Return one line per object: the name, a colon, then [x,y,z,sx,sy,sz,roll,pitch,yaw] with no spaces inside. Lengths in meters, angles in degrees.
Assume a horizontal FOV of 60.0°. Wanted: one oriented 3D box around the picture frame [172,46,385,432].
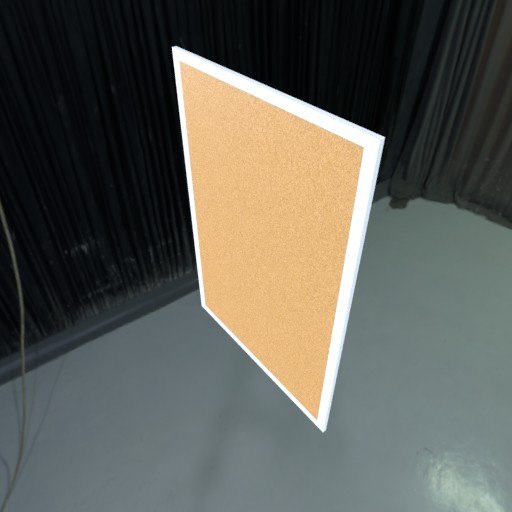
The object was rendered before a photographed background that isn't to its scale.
picture frame: [0.000,0.000,1.219,0.013,0.940,0.659,-27,47,-28]
